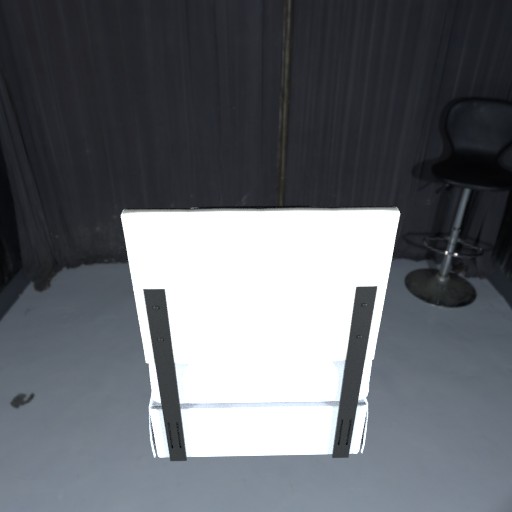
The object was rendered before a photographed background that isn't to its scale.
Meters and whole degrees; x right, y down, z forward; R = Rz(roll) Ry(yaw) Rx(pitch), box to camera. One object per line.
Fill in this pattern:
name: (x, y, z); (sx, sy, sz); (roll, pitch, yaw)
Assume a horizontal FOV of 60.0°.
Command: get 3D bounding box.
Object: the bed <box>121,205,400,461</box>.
bed: (0.000, 0.000, 3.018); (1.261, 1.571, 1.997); (-1, 31, -1)
